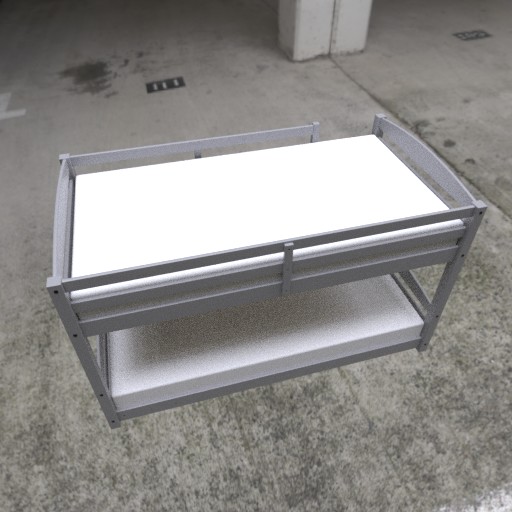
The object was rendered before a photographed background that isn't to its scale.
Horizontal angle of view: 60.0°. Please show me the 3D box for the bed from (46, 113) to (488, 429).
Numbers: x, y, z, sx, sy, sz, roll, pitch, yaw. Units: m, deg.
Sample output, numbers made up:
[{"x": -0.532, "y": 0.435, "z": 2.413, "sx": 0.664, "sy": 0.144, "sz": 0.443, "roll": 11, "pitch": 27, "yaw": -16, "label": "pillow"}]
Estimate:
[{"x": 0.000, "y": 0.000, "z": 2.699, "sx": 2.013, "sy": 1.206, "sz": 1.105, "roll": -11, "pitch": 43, "yaw": -11, "label": "bed"}]
